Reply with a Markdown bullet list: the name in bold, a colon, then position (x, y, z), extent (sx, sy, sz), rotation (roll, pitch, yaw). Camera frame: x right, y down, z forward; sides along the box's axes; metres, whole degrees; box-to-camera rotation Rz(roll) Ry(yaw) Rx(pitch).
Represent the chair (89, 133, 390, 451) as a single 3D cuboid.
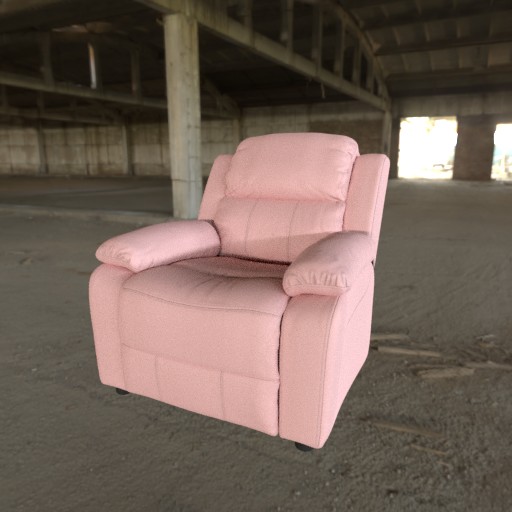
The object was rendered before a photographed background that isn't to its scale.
- **chair**: position (0.000, 0.000, 1.265), extent (0.680, 0.702, 0.709), rotation (6, 14, 26)
